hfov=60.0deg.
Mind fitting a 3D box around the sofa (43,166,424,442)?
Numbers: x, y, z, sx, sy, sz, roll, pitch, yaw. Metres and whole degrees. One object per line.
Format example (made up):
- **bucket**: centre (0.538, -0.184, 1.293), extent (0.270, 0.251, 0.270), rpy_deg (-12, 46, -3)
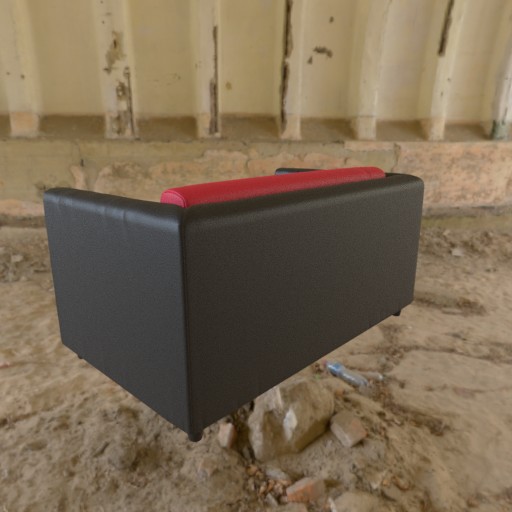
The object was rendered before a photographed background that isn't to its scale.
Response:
- **sofa**: centre (0.000, 0.000, 1.918), extent (0.845, 0.735, 1.410), rpy_deg (14, 21, 42)
